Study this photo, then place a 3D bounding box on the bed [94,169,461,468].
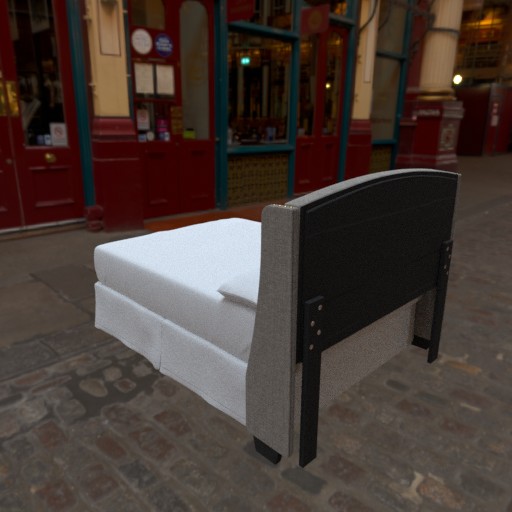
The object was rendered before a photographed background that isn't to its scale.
[{"bbox_3d":[0.000,0.000,3.292,1.710,1.407,2.237,-16,23,-42],"label":"bed"}]
